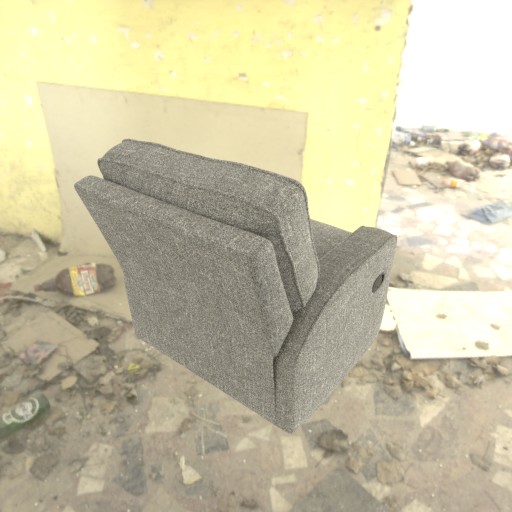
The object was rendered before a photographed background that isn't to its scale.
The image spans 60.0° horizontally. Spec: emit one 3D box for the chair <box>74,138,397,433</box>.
[{"bbox_3d":[0.000,0.000,1.726,0.861,0.962,0.964,22,37,32],"label":"chair"}]
